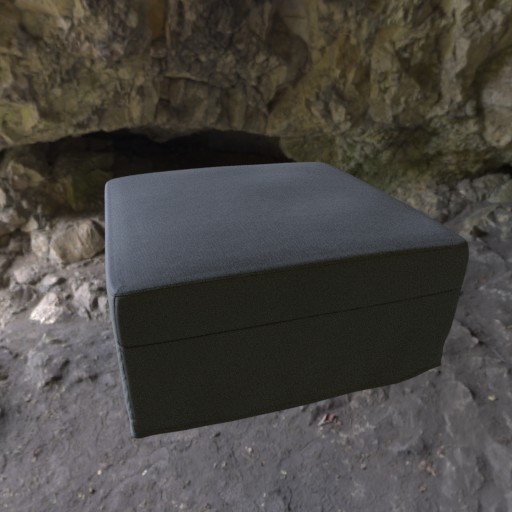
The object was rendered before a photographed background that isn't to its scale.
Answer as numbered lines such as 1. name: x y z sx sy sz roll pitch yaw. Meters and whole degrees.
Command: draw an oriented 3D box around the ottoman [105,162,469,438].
1. ottoman: 0.000 0.000 1.345 0.842 0.441 0.843 -8 27 -16
